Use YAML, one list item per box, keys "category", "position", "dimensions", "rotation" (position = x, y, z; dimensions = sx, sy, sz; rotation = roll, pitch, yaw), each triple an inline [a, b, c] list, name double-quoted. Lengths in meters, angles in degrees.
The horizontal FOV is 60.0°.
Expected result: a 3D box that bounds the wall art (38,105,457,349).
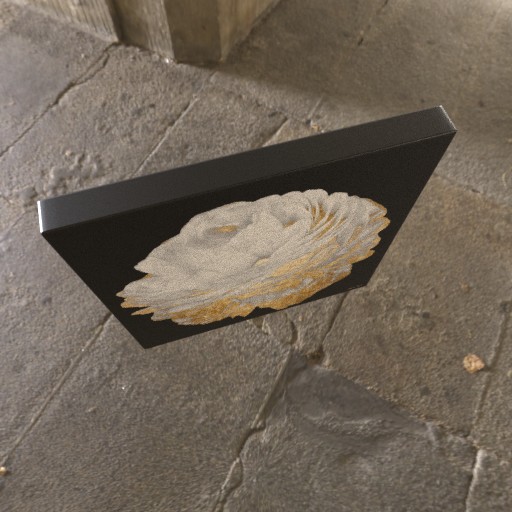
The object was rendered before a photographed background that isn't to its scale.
- category: "wall art"
  position: [0.000, 0.000, 0.602]
  dimensions: [0.406, 0.407, 0.041]
  rotation: [-15, 65, -7]
